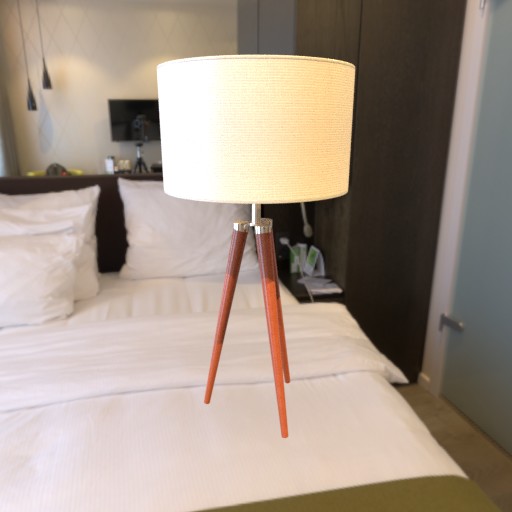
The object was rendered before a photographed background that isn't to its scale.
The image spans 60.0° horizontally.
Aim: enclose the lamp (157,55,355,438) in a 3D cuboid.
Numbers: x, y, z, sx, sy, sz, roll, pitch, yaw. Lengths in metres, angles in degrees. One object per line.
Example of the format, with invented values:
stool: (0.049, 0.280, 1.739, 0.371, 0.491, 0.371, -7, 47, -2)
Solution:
lamp: (0.000, 0.000, 0.909, 0.354, 0.709, 0.355, -15, 22, -42)
